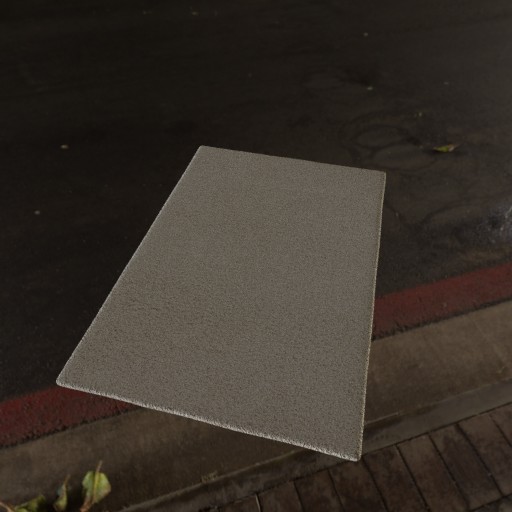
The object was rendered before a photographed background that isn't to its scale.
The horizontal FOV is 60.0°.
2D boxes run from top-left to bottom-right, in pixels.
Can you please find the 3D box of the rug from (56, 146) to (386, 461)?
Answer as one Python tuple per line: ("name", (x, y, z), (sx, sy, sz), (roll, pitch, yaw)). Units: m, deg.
("rug", (0.000, 0.000, 2.276), (1.219, 0.030, 1.778), (10, 47, 10))
